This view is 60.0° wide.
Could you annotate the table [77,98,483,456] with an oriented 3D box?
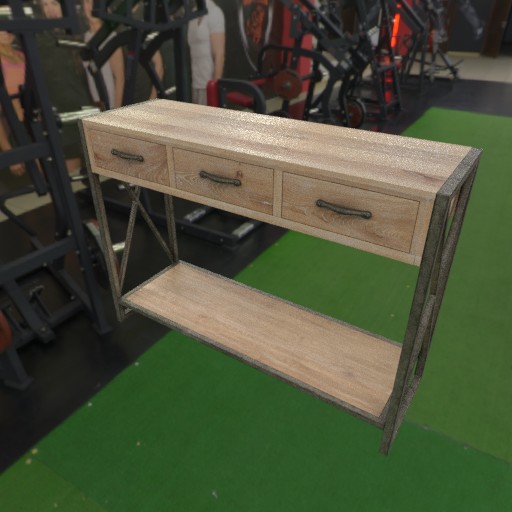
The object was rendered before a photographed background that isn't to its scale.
[{"bbox_3d":[0.000,0.000,1.371,1.059,0.763,0.361,19,35,28],"label":"table"}]
